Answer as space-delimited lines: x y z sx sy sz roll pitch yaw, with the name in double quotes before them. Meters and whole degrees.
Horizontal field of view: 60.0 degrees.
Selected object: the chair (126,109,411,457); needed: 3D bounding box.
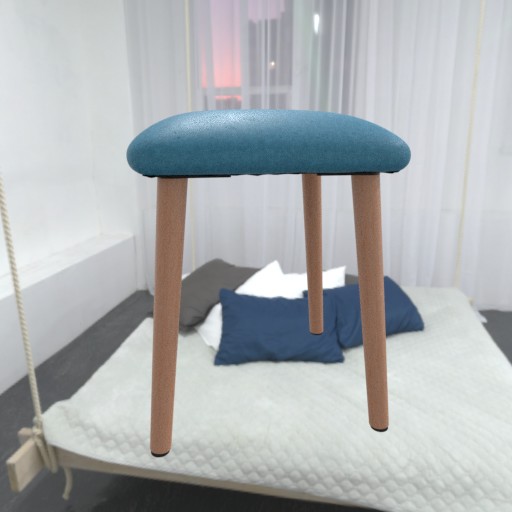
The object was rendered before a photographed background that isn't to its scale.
"chair" 0.000 0.000 0.719 0.360 0.450 0.360 -3 16 -9
